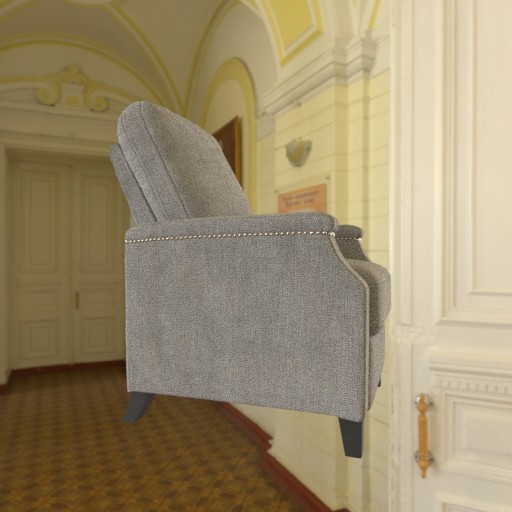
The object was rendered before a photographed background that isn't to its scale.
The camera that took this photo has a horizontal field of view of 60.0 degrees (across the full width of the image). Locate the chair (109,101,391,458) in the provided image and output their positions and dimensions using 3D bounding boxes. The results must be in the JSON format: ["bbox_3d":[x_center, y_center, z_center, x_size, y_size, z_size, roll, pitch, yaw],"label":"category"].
[{"bbox_3d":[0.000,0.000,1.611,0.922,1.049,0.710,0,1,20],"label":"chair"}]
